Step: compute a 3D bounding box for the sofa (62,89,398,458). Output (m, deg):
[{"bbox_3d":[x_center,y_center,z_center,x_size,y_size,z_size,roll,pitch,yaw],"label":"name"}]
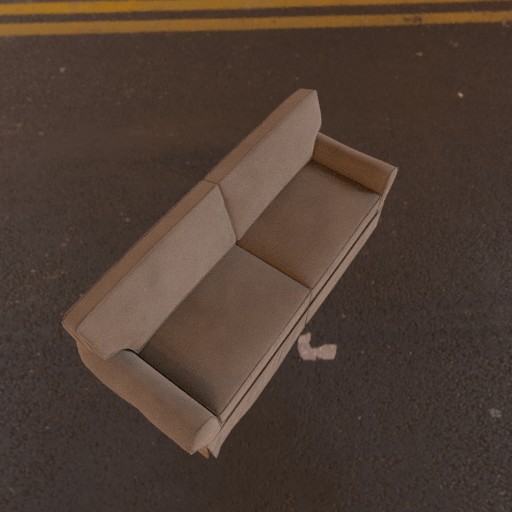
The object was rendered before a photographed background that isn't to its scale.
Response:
[{"bbox_3d":[0.000,0.000,2.780,0.900,1.014,2.246,31,63,18],"label":"sofa"}]
